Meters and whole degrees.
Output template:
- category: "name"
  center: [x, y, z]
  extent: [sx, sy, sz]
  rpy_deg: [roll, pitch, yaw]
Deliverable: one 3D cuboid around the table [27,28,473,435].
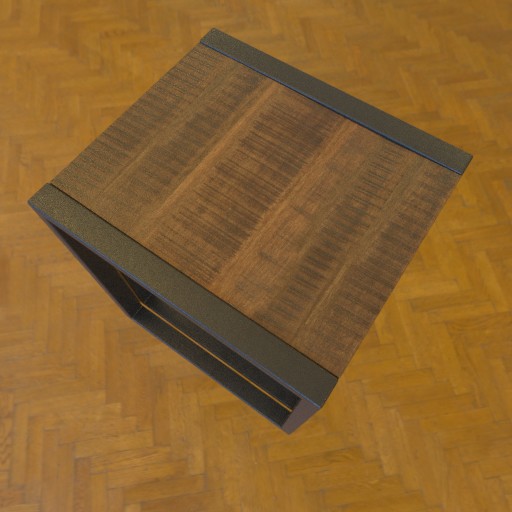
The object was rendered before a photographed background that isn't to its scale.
- category: "table"
  center: [0.000, 0.000, 0.907]
  extent: [0.500, 0.550, 0.449]
  rpy_deg: [32, 69, 14]
